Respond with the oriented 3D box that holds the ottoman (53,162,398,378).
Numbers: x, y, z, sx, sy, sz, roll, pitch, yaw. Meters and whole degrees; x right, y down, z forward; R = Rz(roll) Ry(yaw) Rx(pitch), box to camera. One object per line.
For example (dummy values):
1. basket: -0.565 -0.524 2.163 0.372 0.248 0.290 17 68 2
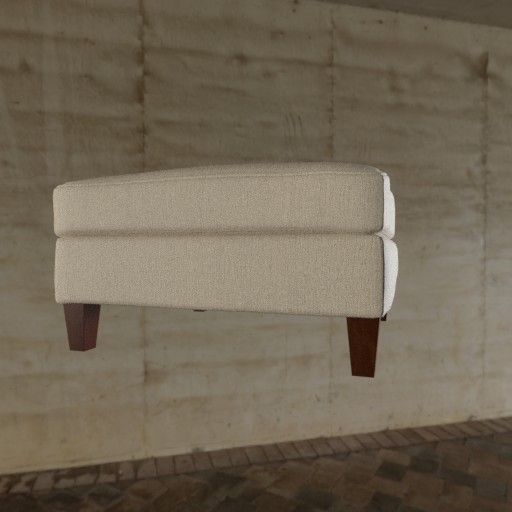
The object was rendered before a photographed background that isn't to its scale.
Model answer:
1. ottoman: 0.000 0.000 1.382 0.838 0.478 0.838 0 1 18
